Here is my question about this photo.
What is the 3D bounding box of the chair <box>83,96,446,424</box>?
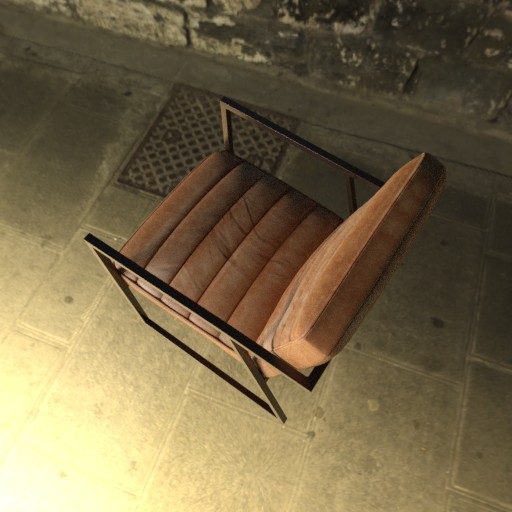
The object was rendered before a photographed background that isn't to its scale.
[{"bbox_3d":[0.000,0.000,1.262,0.677,0.832,0.571,32,68,15],"label":"chair"}]
